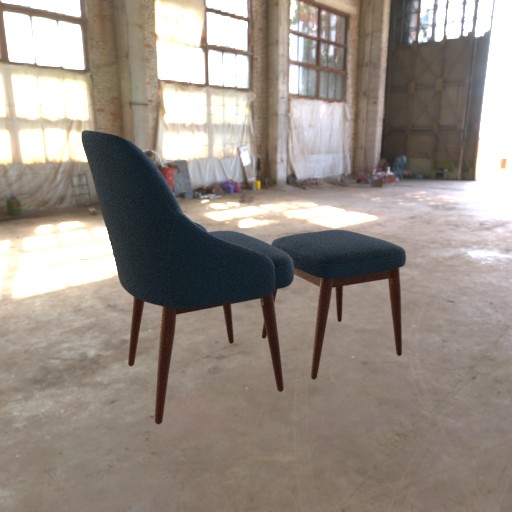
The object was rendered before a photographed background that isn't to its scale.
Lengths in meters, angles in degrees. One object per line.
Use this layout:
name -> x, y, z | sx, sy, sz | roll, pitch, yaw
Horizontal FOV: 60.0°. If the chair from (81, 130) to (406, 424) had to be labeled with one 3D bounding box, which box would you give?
chair -> 0.000, 0.000, 1.612 | 1.114, 0.866, 0.584 | -7, 16, -26
